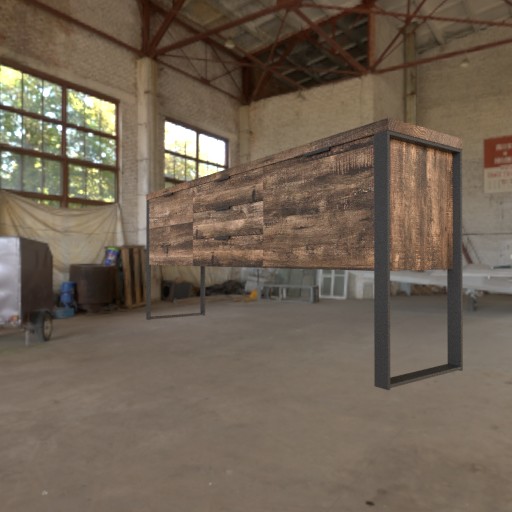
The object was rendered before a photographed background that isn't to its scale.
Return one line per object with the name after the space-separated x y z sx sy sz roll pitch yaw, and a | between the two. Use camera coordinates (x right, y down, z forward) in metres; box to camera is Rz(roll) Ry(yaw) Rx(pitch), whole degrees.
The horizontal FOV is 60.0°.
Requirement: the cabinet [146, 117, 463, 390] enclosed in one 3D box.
0.000 0.000 2.078 0.395 0.762 1.800 0 -1 -35 | cabinet
